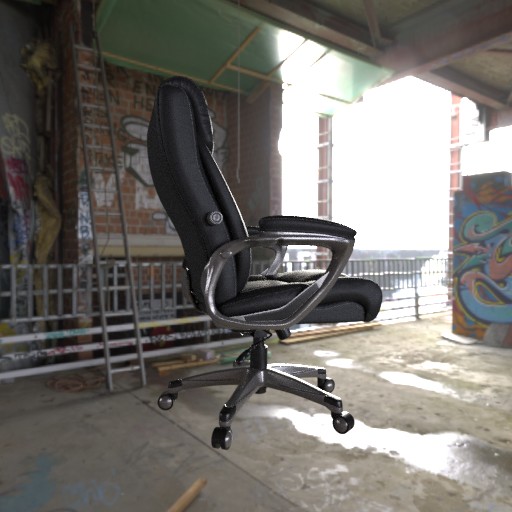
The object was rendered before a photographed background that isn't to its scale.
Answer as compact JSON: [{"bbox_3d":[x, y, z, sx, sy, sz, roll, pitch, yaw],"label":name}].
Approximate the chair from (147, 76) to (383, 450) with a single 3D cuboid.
[{"bbox_3d":[0.000,0.000,1.690,0.784,1.167,0.741,0,1,-17],"label":"chair"}]
